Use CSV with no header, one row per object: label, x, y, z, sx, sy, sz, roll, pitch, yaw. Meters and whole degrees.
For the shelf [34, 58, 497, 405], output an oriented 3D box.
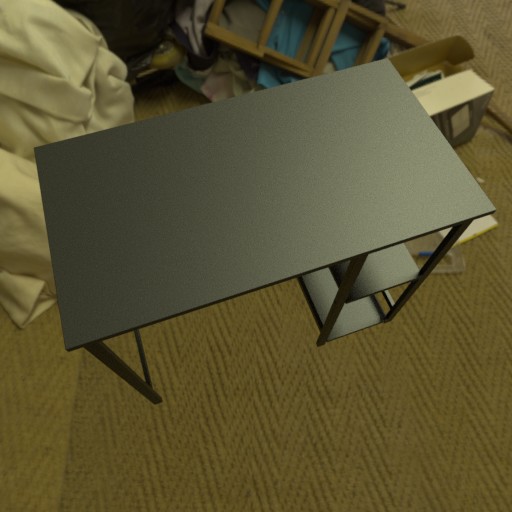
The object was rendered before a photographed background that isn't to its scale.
shelf,0.000,0.000,1.305,0.902,0.749,0.498,-17,64,-9
